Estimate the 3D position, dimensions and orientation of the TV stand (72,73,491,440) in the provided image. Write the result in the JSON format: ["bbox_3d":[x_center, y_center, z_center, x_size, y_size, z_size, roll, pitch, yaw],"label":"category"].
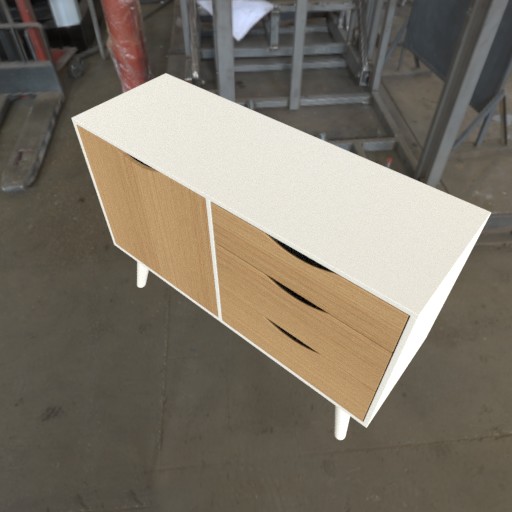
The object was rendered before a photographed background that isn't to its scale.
[{"bbox_3d":[0.000,0.000,1.559,1.193,0.812,0.406,31,55,26],"label":"TV stand"}]
